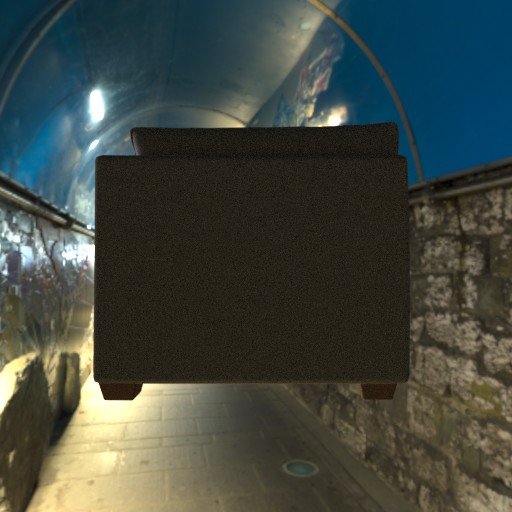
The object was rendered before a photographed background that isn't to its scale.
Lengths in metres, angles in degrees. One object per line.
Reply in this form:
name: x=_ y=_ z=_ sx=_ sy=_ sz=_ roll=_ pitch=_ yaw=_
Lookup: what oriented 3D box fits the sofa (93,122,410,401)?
sofa: x=0.000 y=0.000 z=2.034 sx=1.084 sy=1.002 sz=1.146 roll=0 pitch=-2 yaw=1
